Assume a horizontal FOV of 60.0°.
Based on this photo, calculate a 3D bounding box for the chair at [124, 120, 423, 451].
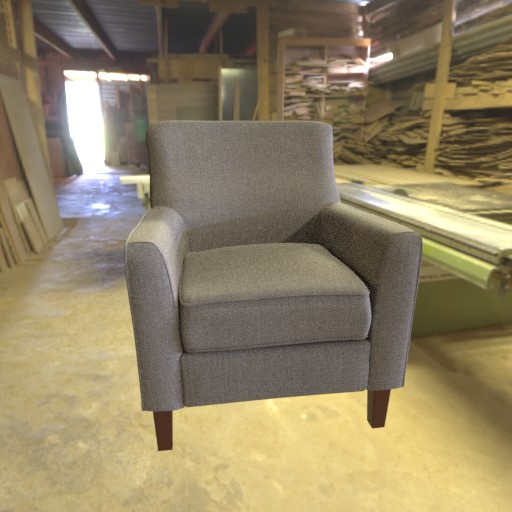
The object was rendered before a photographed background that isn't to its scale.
[{"bbox_3d":[0.000,0.000,1.772,0.887,1.047,0.993,-3,16,-9],"label":"chair"}]
